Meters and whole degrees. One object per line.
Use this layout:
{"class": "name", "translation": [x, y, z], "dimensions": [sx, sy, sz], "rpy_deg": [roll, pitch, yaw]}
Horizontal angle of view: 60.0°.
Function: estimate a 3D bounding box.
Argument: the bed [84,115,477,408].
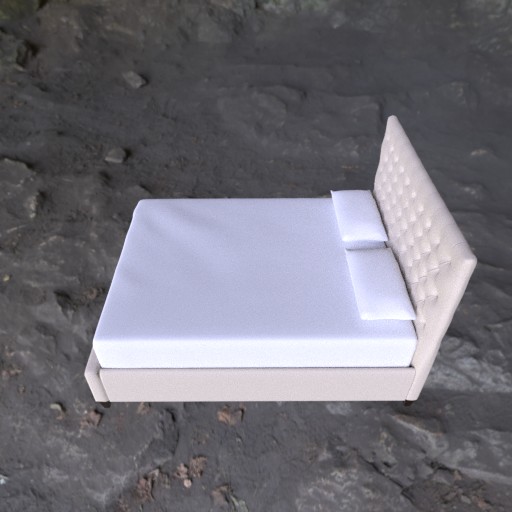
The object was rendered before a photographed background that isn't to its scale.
{"class": "bed", "translation": [0.000, 0.000, 3.279], "dimensions": [2.233, 1.426, 1.696], "rpy_deg": [0, 42, 0]}
